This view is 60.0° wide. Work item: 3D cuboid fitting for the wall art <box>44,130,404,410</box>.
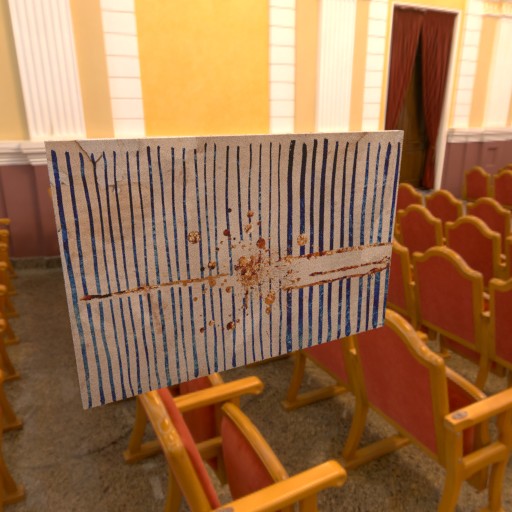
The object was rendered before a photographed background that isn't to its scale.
[{"bbox_3d":[0.000,0.000,1.151,0.919,0.609,0.030,-9,21,-26],"label":"wall art"}]
